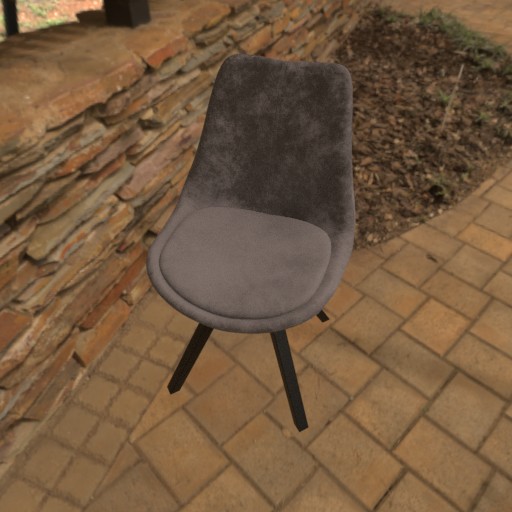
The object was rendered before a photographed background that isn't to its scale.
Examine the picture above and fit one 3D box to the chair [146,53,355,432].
[{"bbox_3d":[0.000,0.000,1.178,0.485,0.850,0.550,12,44,13],"label":"chair"}]
